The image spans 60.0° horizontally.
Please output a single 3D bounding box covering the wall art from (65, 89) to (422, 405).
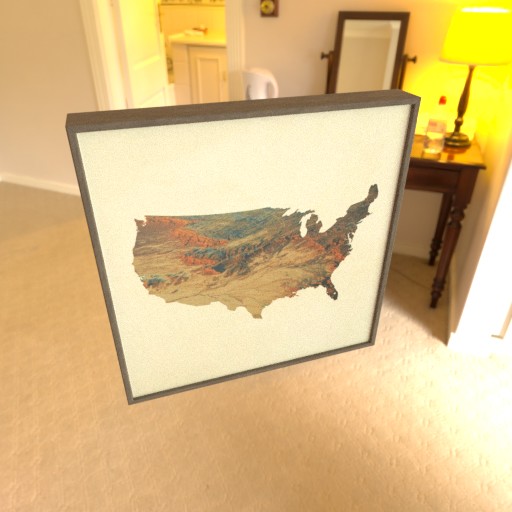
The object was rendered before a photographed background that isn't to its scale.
[{"bbox_3d":[0.000,0.000,0.455,0.303,0.302,0.038,-10,33,-15],"label":"wall art"}]
